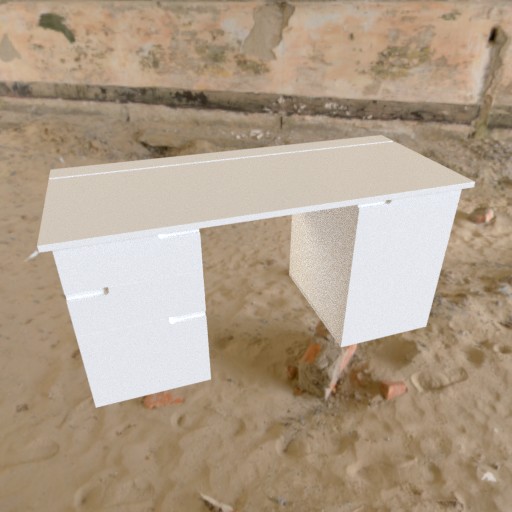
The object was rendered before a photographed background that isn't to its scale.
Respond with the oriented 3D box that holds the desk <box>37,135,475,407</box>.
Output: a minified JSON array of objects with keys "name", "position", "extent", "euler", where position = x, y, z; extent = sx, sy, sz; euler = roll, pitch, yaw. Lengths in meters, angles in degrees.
[{"name":"desk","position":[0.000,0.000,1.983],"extent":[1.580,0.760,0.670],"euler":[-10,33,-16]}]
